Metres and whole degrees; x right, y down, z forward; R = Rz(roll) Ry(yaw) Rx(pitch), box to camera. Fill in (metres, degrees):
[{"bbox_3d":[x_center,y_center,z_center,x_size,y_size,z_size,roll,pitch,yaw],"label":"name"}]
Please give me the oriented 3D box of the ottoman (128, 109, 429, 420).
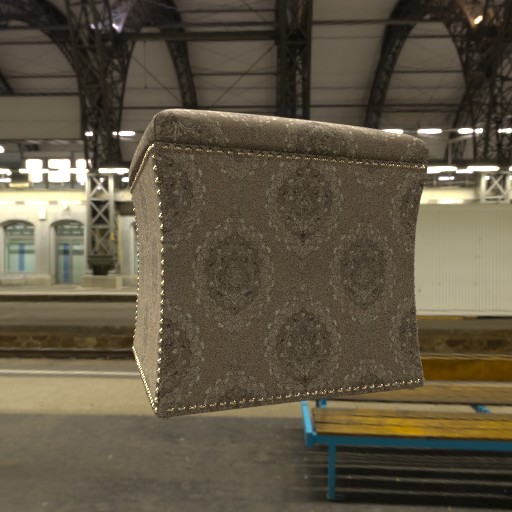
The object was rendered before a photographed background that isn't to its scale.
[{"bbox_3d":[0.000,0.000,0.924,0.497,0.473,0.507,0,0,-19],"label":"ottoman"}]
